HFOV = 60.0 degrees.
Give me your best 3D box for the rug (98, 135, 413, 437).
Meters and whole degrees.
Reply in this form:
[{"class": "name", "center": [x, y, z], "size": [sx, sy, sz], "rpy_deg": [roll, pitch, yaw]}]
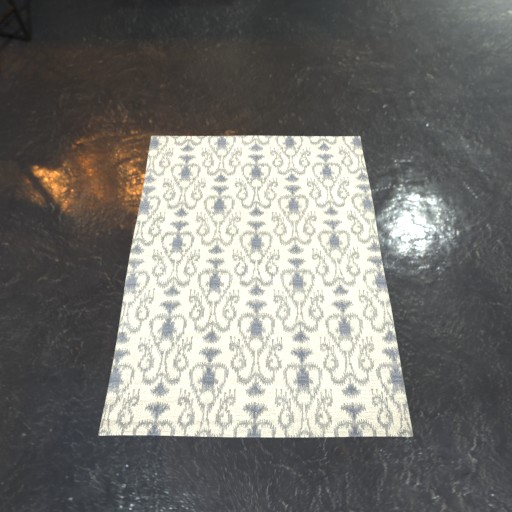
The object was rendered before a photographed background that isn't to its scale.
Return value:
[{"class": "rug", "center": [0.000, 0.000, 2.944], "size": [1.676, 0.013, 2.261], "rpy_deg": [0, 58, 0]}]
